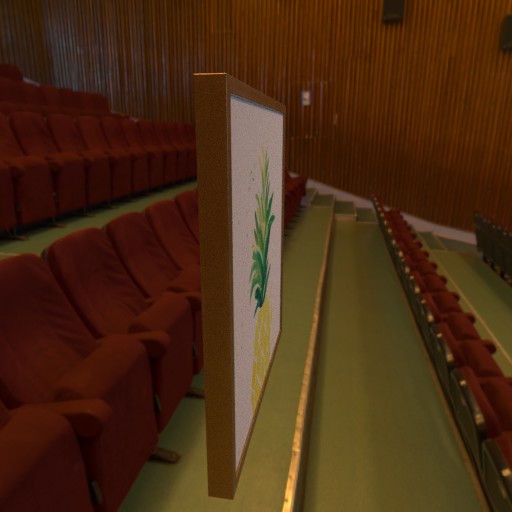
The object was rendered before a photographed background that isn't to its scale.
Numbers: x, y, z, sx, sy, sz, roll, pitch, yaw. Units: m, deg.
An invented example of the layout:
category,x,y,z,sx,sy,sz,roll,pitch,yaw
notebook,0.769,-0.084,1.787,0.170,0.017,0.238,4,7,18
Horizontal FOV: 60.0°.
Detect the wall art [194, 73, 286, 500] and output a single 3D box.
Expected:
category,x,y,z,sx,sy,sz,roll,pitch,yaw
wall art,0.000,0.000,0.745,0.033,0.509,0.510,3,16,10
